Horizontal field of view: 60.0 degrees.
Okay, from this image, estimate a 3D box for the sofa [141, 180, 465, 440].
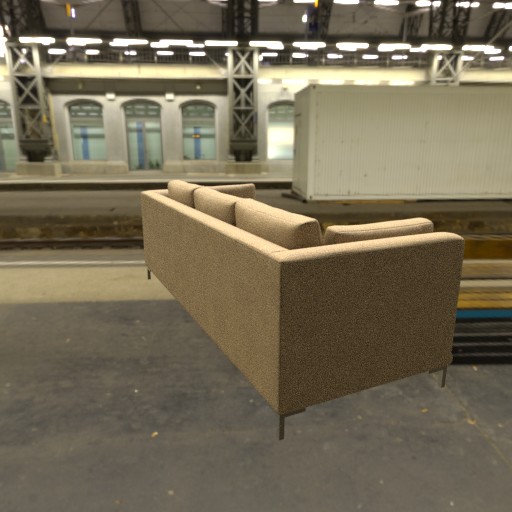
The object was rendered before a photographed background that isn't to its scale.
[{"bbox_3d":[0.000,0.000,2.910,0.969,0.867,2.415,-7,16,-25],"label":"sofa"}]
